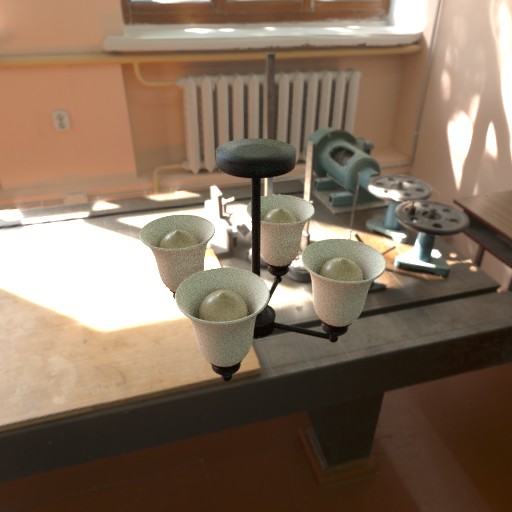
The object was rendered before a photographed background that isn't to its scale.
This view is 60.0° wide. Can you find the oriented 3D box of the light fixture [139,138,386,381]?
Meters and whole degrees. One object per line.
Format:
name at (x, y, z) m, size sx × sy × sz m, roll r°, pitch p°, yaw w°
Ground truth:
light fixture at (0.000, 0.000, 1.897) m, size 1.069 × 0.925 × 1.069 m, roll 10°, pitch 33°, yaw 16°
